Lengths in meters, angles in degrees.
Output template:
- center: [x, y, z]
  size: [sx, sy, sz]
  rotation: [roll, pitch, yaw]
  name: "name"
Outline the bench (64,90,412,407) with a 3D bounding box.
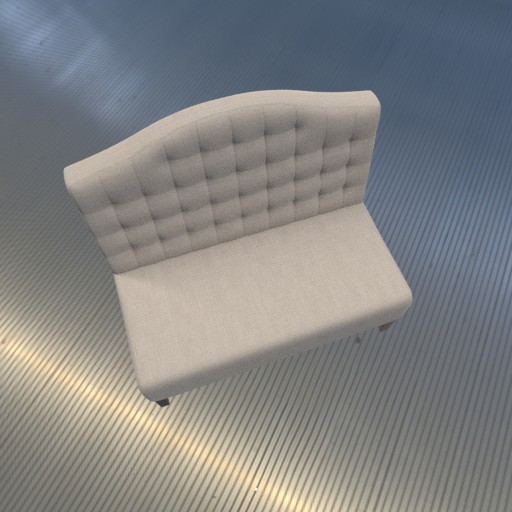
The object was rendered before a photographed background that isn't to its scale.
- center: [0.000, 0.000, 2.036]
  size: [1.335, 1.180, 0.815]
  rotation: [-17, 64, -9]
  name: "bench"
